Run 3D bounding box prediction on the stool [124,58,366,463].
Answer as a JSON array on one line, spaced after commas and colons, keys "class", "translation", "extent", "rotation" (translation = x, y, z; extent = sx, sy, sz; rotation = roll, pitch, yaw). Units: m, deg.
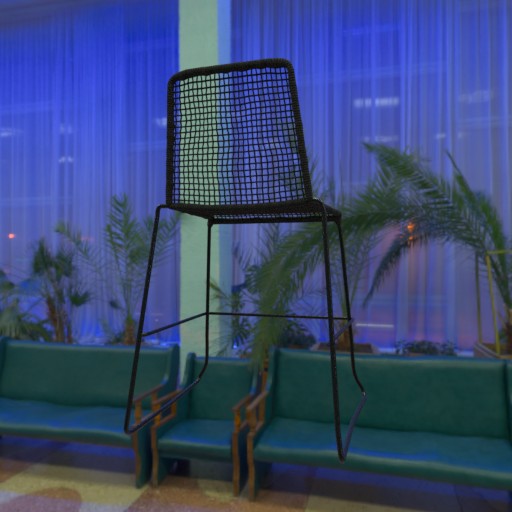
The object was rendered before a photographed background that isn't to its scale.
[{"class": "stool", "translation": [0.000, 0.000, 1.263], "extent": [0.590, 0.905, 0.509], "rotation": [0, 0, 17]}]
